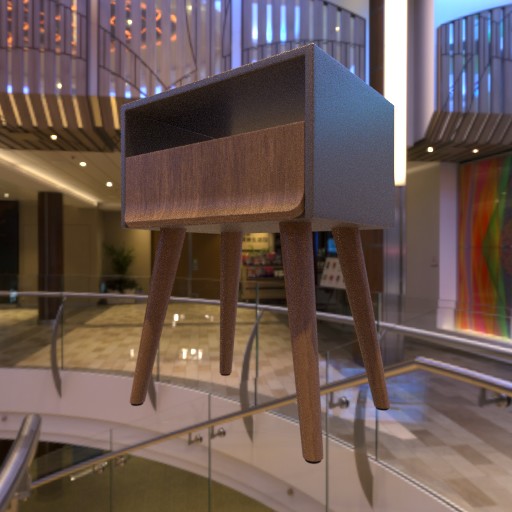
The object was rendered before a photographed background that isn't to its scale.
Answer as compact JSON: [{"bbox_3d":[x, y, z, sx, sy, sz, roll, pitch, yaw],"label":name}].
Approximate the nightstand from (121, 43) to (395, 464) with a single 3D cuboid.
[{"bbox_3d":[0.000,0.000,0.743,0.370,0.508,0.288,0,0,37],"label":"nightstand"}]
